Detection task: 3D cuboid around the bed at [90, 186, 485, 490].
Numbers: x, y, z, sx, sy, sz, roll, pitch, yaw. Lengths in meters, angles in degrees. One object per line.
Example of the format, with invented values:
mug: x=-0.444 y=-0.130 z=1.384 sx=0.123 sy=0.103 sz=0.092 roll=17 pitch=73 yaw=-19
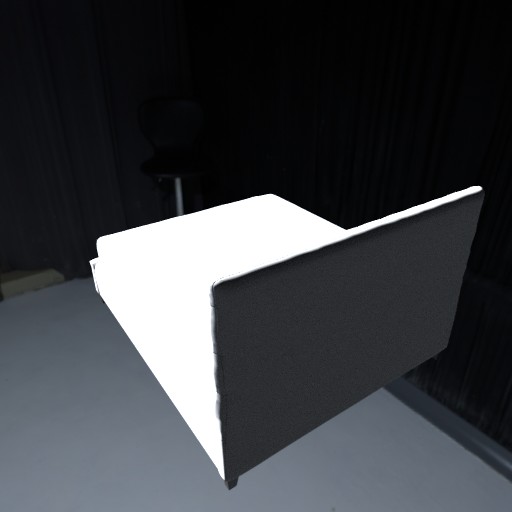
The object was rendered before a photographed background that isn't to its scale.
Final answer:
bed: x=0.000 y=0.000 z=3.565 sx=2.078 sy=1.427 sz=2.387 roll=-18 pitch=34 yaw=-30
